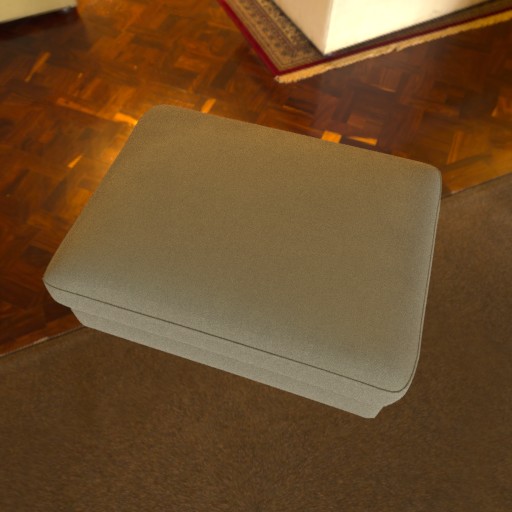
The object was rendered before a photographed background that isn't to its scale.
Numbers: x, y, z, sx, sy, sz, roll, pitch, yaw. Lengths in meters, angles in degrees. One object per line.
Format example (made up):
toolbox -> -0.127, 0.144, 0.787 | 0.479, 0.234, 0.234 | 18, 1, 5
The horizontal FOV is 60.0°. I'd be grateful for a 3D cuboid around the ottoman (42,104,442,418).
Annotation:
ottoman -> 0.000, 0.000, 1.150 | 0.811, 0.449, 0.608 | 16, 60, 9
